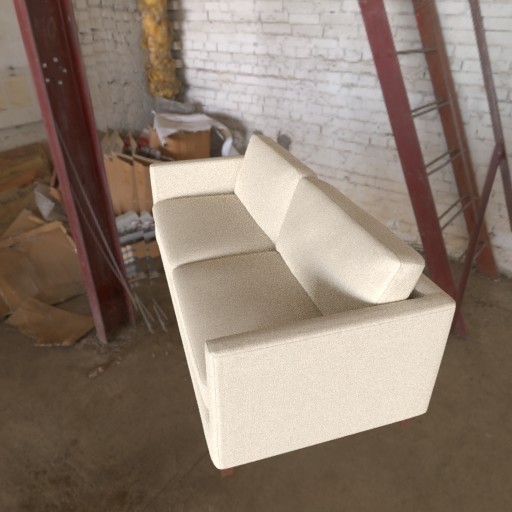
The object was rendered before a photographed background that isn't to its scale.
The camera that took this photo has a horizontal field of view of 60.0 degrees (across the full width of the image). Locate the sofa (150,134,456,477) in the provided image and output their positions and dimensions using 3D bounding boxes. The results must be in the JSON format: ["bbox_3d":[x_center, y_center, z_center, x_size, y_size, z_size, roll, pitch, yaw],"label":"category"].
[{"bbox_3d":[0.000,0.000,2.427,0.965,0.889,1.981,-9,31,-15],"label":"sofa"}]
